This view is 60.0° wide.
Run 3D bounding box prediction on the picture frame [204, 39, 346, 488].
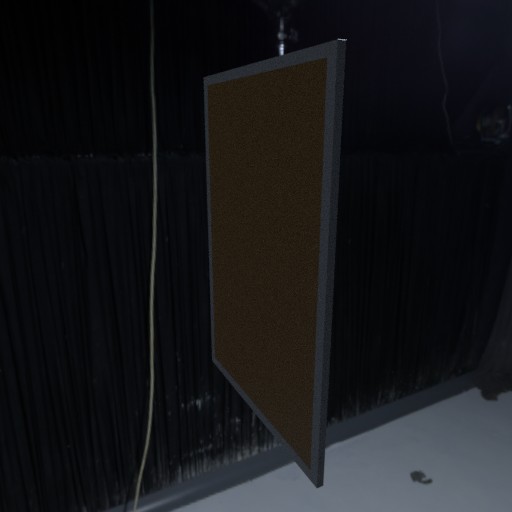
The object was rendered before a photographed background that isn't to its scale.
[{"bbox_3d":[0.000,0.000,0.819,0.013,0.657,0.457,-8,18,-26],"label":"picture frame"}]
